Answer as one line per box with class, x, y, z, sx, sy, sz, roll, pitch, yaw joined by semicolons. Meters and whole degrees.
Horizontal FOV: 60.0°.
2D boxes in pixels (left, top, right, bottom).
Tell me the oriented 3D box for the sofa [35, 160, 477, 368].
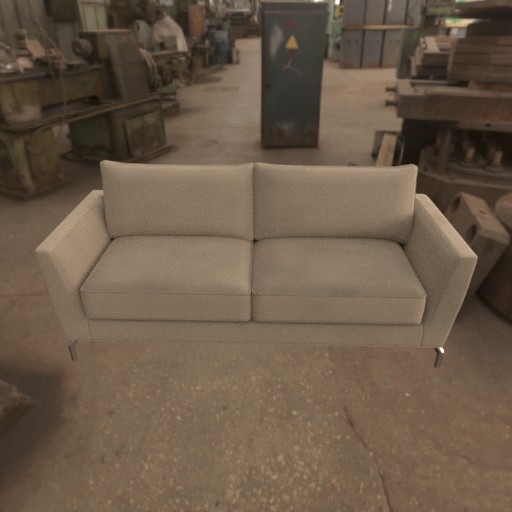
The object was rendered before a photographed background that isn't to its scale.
sofa;0.000;0.000;2.666;2.214;1.005;0.868;1;29;1
